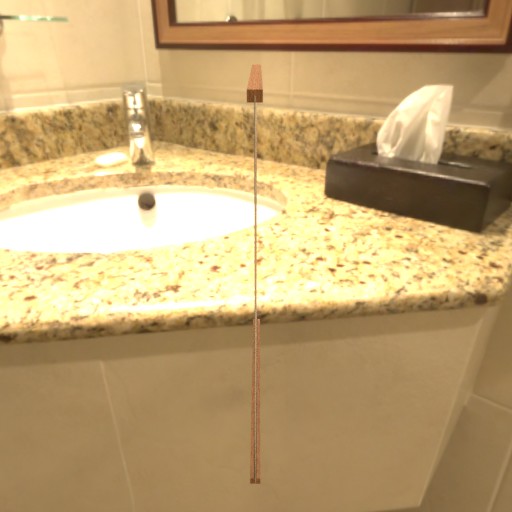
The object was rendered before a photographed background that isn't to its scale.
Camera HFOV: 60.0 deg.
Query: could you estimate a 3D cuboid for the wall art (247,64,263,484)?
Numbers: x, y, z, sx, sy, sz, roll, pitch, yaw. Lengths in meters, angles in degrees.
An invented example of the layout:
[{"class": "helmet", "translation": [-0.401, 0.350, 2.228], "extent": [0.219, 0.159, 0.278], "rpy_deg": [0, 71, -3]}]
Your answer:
[{"class": "wall art", "translation": [0.000, 0.000, 1.329], "extent": [0.028, 1.016, 0.765], "rpy_deg": [0, 26, 0]}]
